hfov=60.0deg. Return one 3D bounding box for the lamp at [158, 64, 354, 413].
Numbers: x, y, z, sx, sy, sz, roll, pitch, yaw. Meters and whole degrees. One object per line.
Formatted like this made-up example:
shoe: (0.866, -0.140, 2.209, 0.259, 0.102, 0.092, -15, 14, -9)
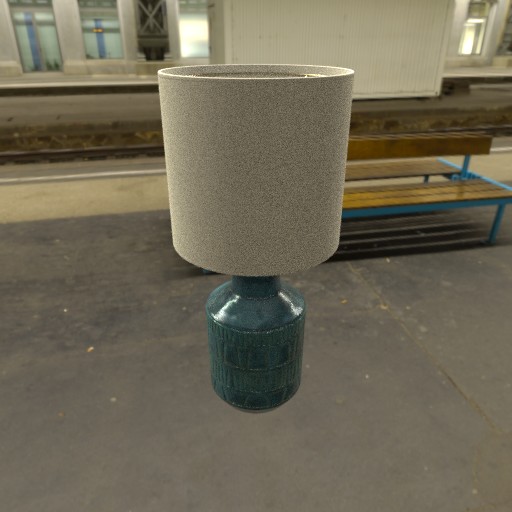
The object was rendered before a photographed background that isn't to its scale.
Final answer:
lamp: (0.000, 0.000, 0.586, 0.211, 0.455, 0.211, -18, 32, -32)
